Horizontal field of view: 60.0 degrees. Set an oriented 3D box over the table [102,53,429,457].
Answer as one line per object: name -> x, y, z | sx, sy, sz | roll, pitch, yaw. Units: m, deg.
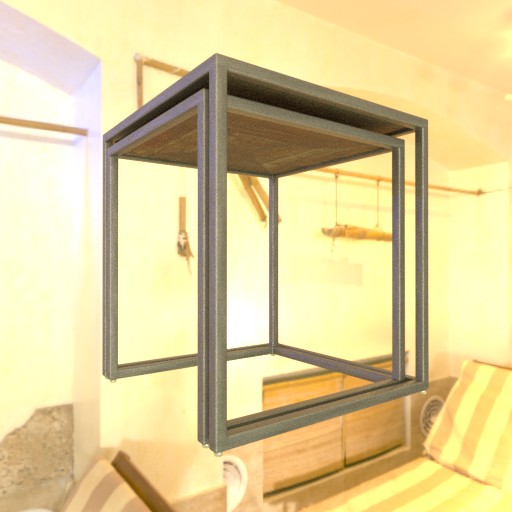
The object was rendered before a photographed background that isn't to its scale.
table -> 0.000, 0.000, 0.854 | 0.449, 0.500, 0.450 | 0, 0, -36
